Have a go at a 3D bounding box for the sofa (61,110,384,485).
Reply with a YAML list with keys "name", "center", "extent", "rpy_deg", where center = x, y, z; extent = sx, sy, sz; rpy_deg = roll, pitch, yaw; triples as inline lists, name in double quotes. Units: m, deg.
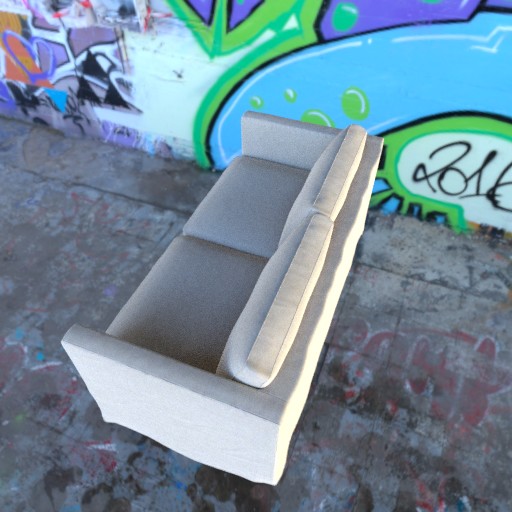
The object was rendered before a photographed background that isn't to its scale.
- name: "sofa"
  center: [0.000, 0.000, 2.434]
  extent: [0.962, 0.835, 1.959]
  rpy_deg: [16, 49, 15]
